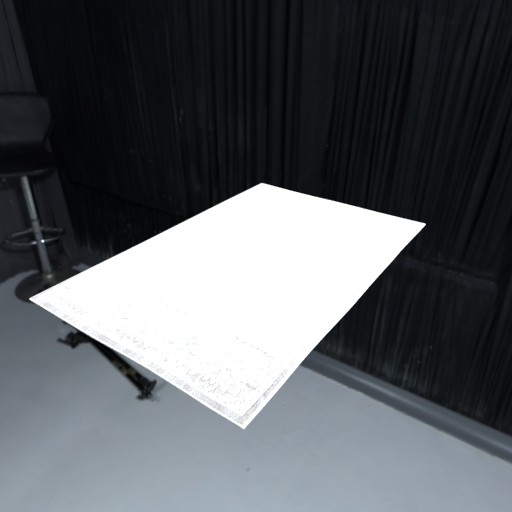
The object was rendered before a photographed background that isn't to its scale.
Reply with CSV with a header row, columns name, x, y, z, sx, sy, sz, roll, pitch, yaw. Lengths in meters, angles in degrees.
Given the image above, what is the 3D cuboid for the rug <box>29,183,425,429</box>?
name,x,y,z,sx,sy,sz,roll,pitch,yaw
rug,0.000,0.000,3.510,1.819,0.018,2.746,19,35,30
